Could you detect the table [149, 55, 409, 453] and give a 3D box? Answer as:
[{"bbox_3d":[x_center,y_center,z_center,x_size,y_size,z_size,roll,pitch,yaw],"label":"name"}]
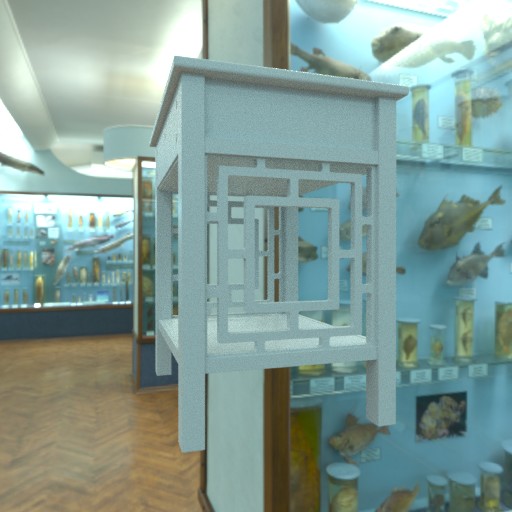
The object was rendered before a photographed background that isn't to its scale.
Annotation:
[{"bbox_3d":[0.000,0.000,1.043,0.451,0.646,0.564,0,0,-17],"label":"table"}]
